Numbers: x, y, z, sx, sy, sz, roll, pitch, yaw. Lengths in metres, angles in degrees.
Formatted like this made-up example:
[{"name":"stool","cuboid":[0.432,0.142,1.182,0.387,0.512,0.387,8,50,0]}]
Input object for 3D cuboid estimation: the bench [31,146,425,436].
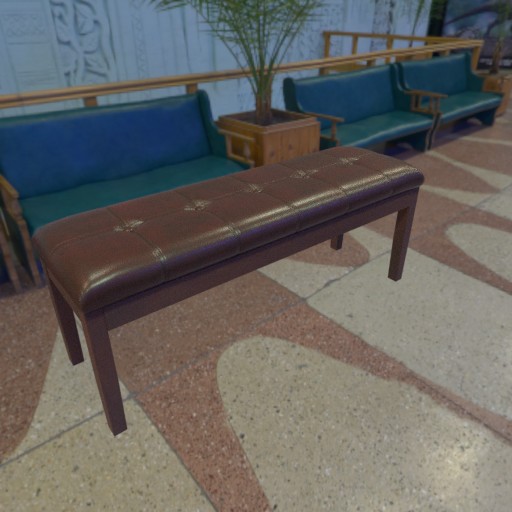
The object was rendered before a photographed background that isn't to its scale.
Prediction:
[{"name":"bench","cuboid":[0.000,0.000,1.492,1.259,0.491,0.401,-21,36,-32]}]
